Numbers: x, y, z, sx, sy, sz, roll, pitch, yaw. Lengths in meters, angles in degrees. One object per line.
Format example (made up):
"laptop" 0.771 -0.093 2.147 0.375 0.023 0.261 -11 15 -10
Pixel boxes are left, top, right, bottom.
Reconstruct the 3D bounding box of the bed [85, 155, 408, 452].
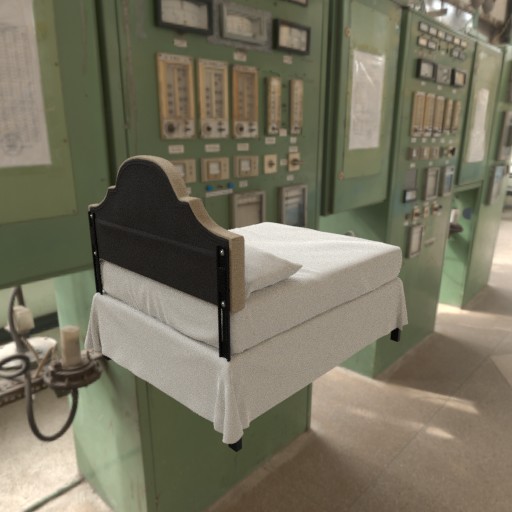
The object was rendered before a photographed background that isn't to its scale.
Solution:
"bed" 0.000 0.000 3.528 1.780 1.634 2.222 15 22 42
